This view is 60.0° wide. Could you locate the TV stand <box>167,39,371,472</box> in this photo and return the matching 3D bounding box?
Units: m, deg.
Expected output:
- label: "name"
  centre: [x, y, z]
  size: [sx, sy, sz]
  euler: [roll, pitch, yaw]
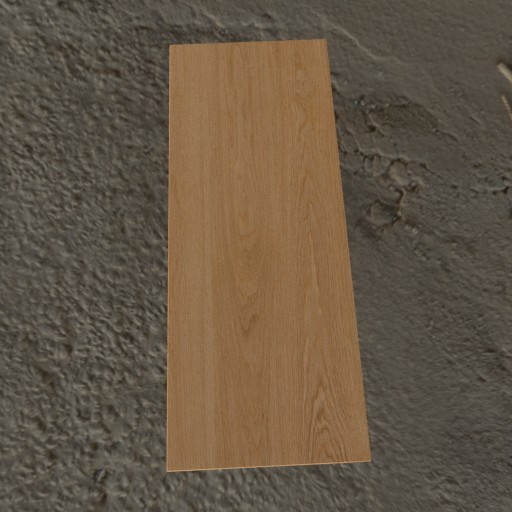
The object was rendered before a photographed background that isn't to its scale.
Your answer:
- label: "TV stand"
  centre: [0.000, 0.000, 1.346]
  size: [0.440, 0.550, 1.080]
  euler: [-3, 74, -1]
